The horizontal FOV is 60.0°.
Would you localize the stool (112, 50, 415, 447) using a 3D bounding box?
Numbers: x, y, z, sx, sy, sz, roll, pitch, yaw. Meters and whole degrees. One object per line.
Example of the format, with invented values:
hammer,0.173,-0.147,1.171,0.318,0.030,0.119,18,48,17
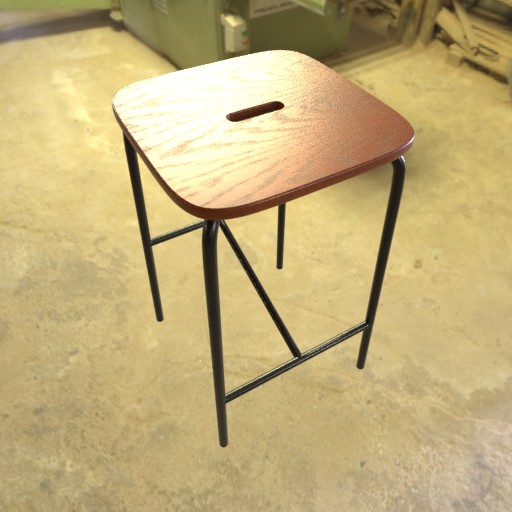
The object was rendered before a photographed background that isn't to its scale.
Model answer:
stool,0.000,0.000,0.861,0.376,0.610,0.376,-23,51,-20
